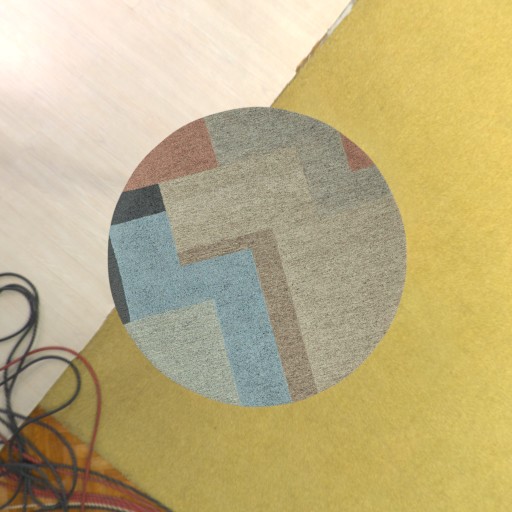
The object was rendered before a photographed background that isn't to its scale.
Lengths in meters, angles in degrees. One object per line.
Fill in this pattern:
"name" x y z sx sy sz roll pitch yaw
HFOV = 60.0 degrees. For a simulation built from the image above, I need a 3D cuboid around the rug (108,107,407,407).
"rug" 0.000 0.000 3.630 2.461 0.033 2.461 0 89 1
